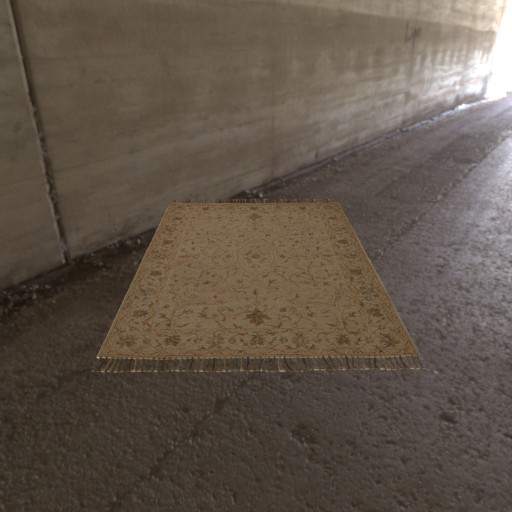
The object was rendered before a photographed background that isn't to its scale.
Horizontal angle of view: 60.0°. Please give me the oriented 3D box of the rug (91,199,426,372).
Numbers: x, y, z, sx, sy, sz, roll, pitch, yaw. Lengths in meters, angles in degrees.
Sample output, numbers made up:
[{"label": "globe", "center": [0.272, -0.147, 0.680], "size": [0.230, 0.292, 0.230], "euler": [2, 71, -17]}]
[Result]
[{"label": "rug", "center": [0.000, 0.000, 2.418], "size": [1.218, 0.017, 1.861], "euler": [0, 26, -1]}]
